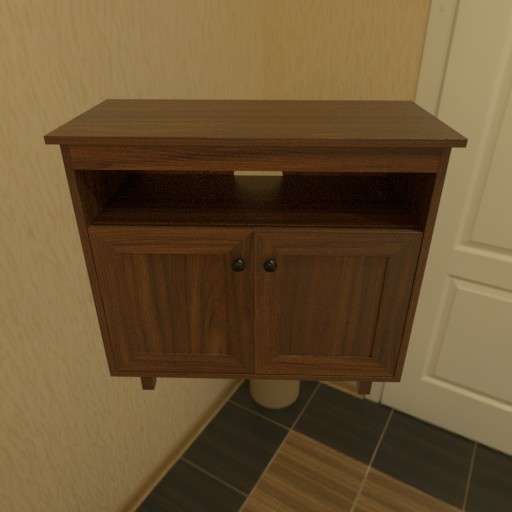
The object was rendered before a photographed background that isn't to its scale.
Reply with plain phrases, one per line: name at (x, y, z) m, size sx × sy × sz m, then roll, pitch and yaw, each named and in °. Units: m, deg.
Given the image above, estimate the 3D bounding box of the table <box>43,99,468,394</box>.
table at (0.000, 0.000, 1.177) m, size 0.802 × 0.725 × 0.390 m, roll 1°, pitch 30°, yaw 1°
